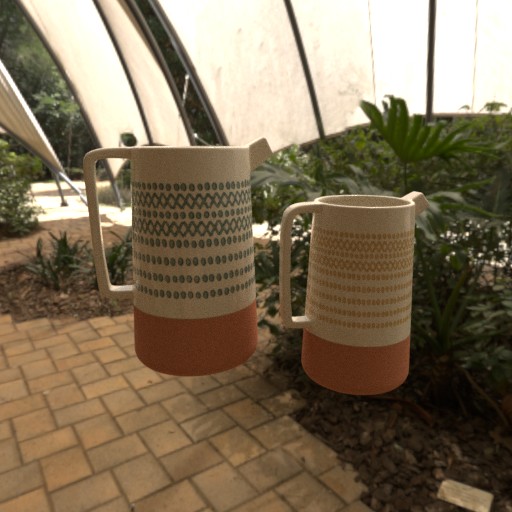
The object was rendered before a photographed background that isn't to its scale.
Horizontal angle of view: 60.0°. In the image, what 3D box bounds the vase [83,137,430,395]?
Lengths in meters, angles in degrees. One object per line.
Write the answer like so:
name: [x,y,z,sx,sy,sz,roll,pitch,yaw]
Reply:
vase: [0.000,0.000,0.474,0.326,0.247,0.168,7,16,25]
